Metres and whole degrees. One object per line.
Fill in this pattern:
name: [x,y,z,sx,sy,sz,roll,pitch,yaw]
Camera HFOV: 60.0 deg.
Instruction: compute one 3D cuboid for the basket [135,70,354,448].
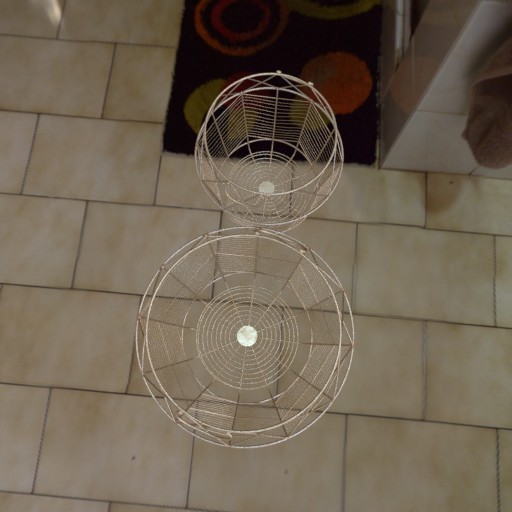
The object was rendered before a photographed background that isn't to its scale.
basket: [0.000,0.000,1.024,0.451,0.343,0.805,7,78,2]
